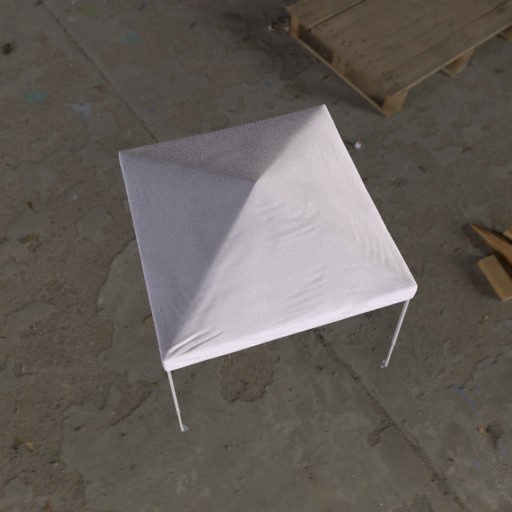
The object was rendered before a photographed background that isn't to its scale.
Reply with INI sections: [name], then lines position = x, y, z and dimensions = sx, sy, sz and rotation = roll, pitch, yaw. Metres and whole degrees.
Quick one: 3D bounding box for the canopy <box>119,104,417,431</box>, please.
[canopy]
position = 0.000, 0.000, 5.164
dimensions = 2.850, 2.850, 2.849
rotation = -15, 64, -8
